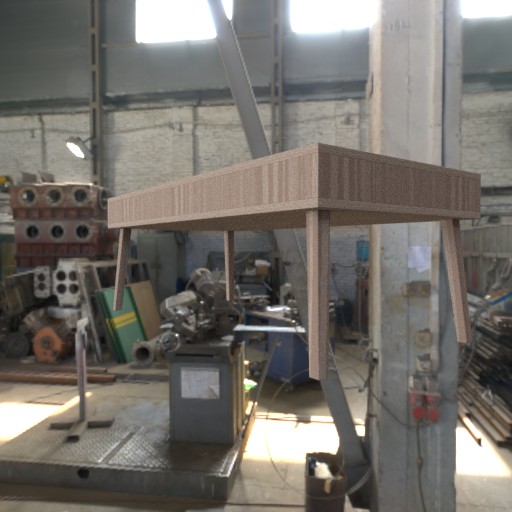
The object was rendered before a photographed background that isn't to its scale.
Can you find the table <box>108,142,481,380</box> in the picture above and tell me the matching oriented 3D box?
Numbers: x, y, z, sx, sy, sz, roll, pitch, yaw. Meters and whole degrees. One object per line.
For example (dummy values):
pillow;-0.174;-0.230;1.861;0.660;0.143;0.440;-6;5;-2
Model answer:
table;0.000;0.000;1.485;0.600;0.450;1.200;-1;2;-36
